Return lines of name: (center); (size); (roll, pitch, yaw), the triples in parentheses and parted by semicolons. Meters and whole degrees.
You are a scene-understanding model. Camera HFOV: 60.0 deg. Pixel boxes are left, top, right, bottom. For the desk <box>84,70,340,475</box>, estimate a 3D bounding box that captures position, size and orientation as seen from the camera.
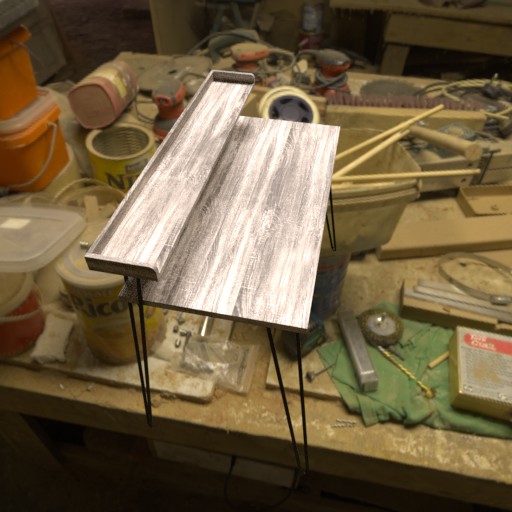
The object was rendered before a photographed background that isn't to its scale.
desk: (0.000, 0.000, 1.623); (0.605, 0.899, 1.135); (9, 46, 9)
